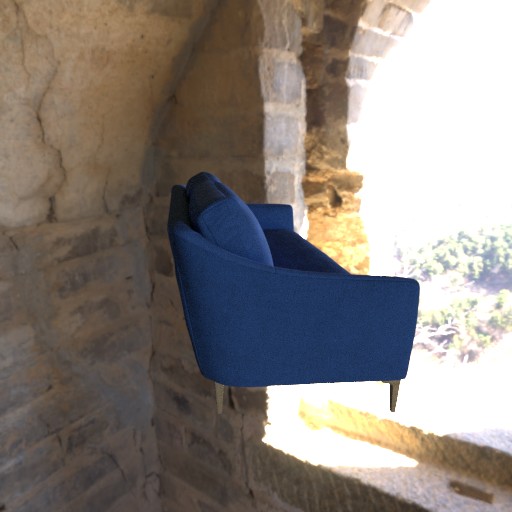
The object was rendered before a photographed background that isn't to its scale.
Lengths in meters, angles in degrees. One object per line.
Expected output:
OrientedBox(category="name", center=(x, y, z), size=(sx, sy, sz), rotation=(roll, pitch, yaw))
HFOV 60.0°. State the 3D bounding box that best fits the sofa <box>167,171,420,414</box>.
OrientedBox(category="sofa", center=(0.000, 0.000, 2.598), size=(0.960, 0.903, 2.036), rotation=(-2, 15, -9))
